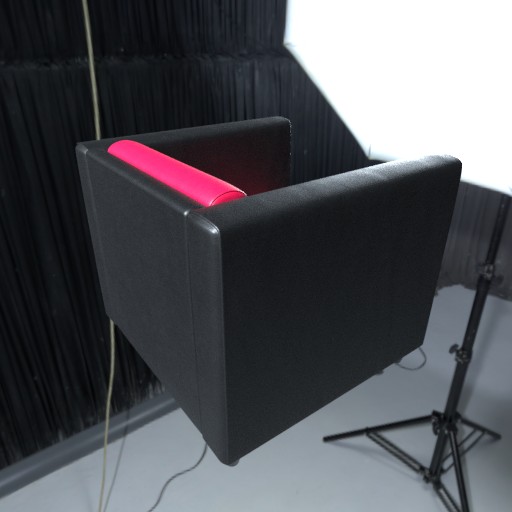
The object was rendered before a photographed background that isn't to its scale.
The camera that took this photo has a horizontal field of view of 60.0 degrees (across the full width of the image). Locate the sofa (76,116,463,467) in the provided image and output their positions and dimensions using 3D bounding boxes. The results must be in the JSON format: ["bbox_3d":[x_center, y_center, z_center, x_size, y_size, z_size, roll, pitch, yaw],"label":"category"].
[{"bbox_3d":[0.000,0.000,1.441,0.809,0.724,0.839,-19,32,-32],"label":"sofa"}]
